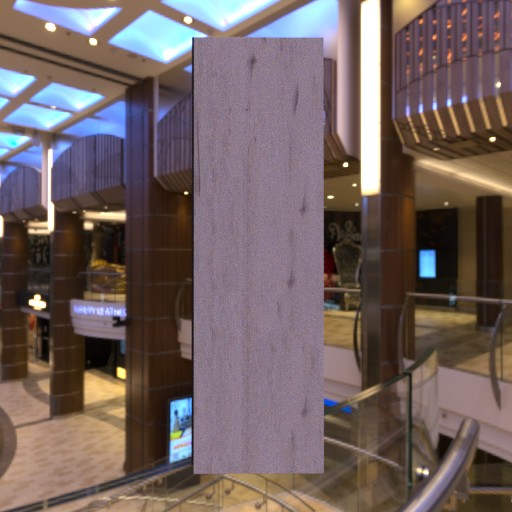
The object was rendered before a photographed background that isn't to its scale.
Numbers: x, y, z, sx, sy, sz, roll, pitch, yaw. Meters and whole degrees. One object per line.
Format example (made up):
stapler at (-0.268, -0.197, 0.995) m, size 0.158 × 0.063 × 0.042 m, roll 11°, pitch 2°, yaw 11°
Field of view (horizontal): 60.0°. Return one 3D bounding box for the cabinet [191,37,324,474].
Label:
cabinet at (0.000, 0.000, 3.213) m, size 0.660 × 2.180 × 2.000 m, roll 0°, pitch 0°, yaw 0°
